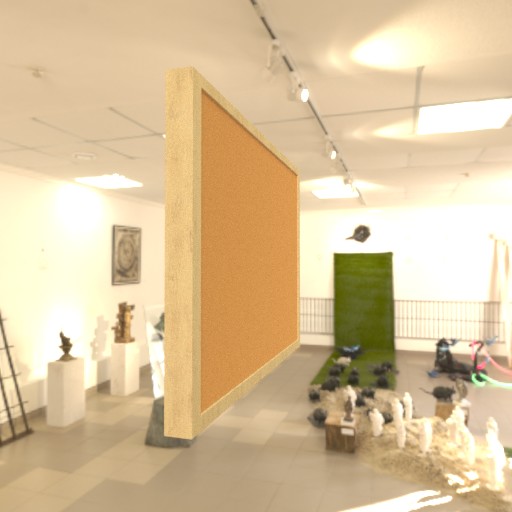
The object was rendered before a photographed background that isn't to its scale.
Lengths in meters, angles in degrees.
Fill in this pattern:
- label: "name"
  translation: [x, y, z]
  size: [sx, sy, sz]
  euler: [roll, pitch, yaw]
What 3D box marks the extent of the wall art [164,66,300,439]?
- label: "wall art"
  translation: [0.000, 0.000, 0.709]
  size: [0.032, 0.380, 0.532]
  euler: [0, -1, 17]
